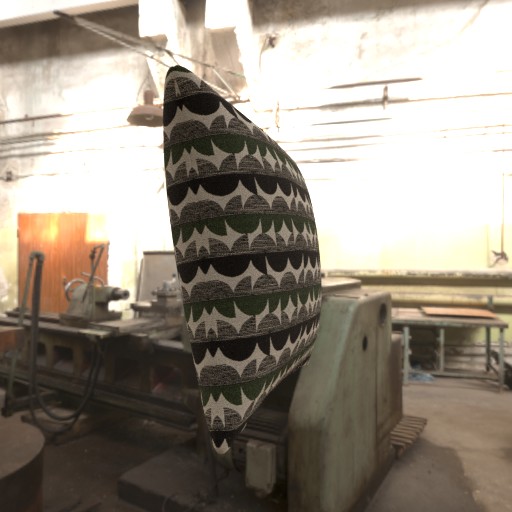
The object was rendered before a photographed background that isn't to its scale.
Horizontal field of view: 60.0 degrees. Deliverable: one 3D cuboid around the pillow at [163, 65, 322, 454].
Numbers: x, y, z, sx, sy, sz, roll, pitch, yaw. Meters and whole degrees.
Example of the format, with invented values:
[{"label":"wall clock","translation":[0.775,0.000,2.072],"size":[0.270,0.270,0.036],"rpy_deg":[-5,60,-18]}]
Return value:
[{"label":"pillow","translation":[0.000,0.000,0.648],"size":[0.180,0.404,0.419],"rpy_deg":[0,-1,18]}]
